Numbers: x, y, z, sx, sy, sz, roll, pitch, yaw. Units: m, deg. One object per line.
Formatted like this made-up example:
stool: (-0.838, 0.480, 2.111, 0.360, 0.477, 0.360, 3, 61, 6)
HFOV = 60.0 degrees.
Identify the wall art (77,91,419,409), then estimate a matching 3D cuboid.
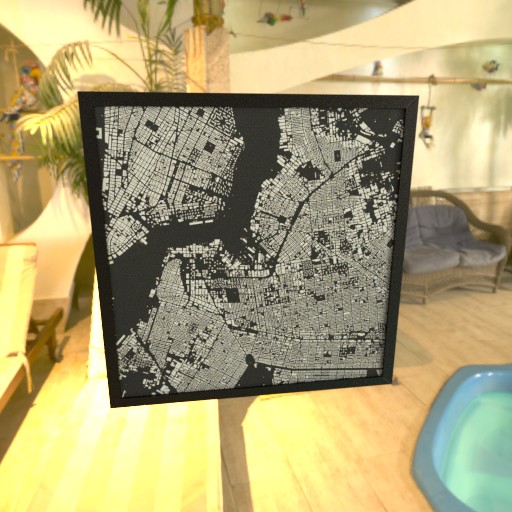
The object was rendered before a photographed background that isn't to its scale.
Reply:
wall art: (0.000, 0.000, 0.736, 0.506, 0.506, 0.038, -2, 16, -8)
